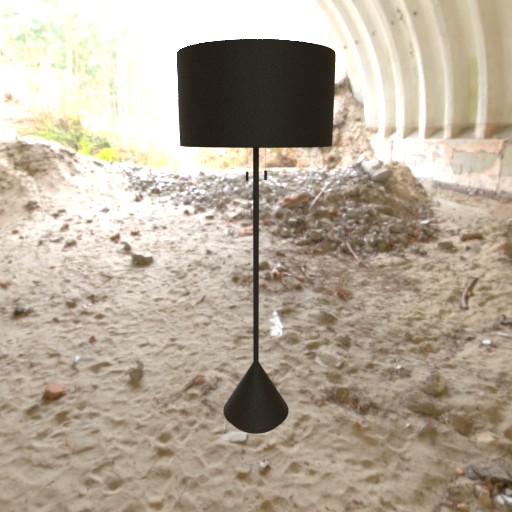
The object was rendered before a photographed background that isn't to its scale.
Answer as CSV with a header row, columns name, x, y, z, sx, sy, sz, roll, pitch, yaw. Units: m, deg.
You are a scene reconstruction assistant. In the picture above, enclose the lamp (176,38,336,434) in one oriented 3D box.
name,x,y,z,sx,sy,sz,roll,pitch,yaw
lamp,0.000,0.000,1.822,0.580,1.526,0.580,-14,21,-43
